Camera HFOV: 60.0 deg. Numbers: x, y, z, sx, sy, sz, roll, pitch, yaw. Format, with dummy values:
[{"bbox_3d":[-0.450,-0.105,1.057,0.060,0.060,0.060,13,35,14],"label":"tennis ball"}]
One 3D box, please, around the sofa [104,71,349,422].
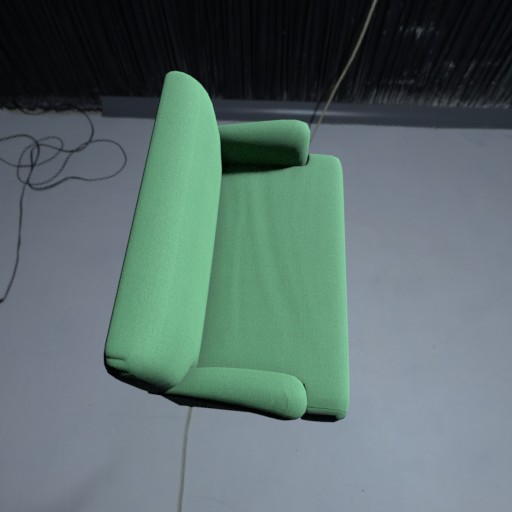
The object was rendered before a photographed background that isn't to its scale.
[{"bbox_3d":[0.000,0.000,1.841,0.779,0.889,1.297,3,63,2],"label":"sofa"}]
